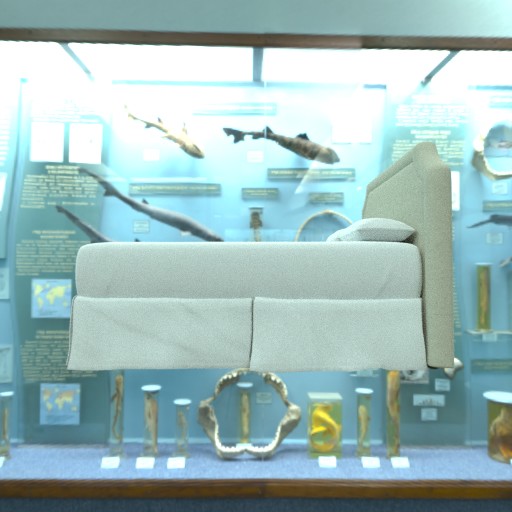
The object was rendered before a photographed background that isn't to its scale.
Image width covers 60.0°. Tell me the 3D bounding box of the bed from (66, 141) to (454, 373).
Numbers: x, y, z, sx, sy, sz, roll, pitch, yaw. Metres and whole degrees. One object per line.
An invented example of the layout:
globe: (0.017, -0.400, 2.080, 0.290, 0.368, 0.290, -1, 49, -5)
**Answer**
bed: (0.000, 0.000, 3.179, 2.116, 1.290, 1.693, 0, -1, 1)
